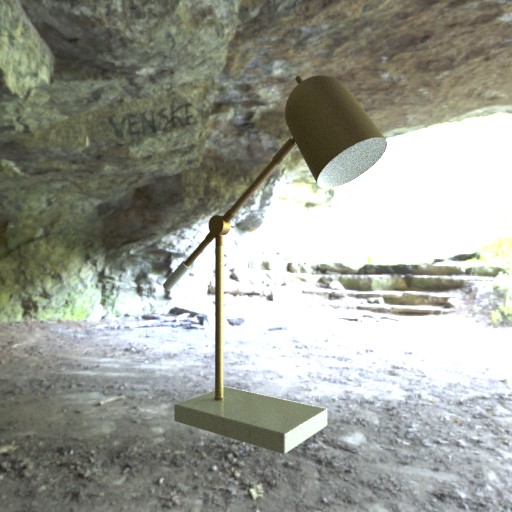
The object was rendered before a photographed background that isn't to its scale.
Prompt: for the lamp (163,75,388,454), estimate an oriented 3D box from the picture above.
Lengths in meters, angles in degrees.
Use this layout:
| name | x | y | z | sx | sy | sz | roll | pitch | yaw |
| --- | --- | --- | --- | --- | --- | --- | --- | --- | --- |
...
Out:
| name | x | y | z | sx | sy | sz | roll | pitch | yaw |
| --- | --- | --- | --- | --- | --- | --- | --- | --- | --- |
| lamp | 0.000 | 0.000 | 0.794 | 0.471 | 0.603 | 0.144 | 0 | -1 | 36 |
